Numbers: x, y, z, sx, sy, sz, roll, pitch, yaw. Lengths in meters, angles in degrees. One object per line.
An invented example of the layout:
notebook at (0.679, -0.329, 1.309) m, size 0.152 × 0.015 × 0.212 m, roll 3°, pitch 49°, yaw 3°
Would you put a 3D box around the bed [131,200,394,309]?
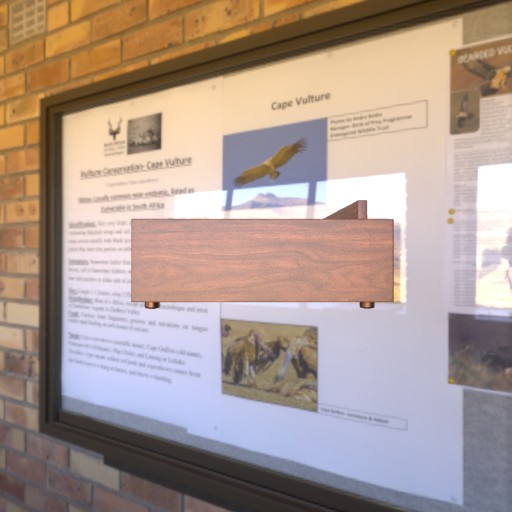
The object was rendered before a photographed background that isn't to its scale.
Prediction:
bed at (0.000, 0.000, 2.319) m, size 0.787 × 0.326 × 2.057 m, roll 0°, pitch 0°, yaw 0°
